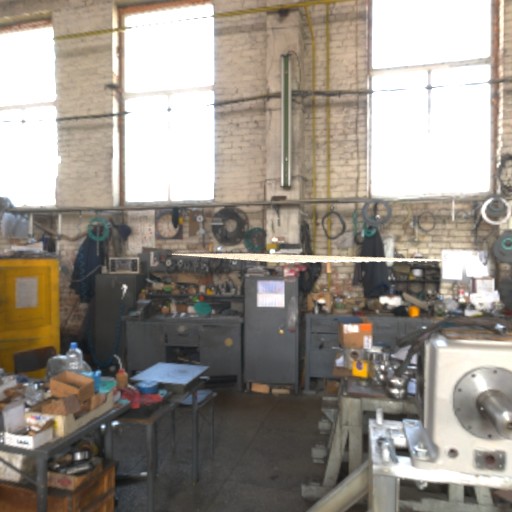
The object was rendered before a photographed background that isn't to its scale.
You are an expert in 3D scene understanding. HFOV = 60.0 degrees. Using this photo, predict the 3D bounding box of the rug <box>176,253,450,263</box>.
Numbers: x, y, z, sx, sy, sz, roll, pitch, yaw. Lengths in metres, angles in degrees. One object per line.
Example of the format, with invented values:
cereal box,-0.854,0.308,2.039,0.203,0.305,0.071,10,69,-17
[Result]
rug,0.000,0.000,2.646,0.660,0.005,2.464,0,1,-19
